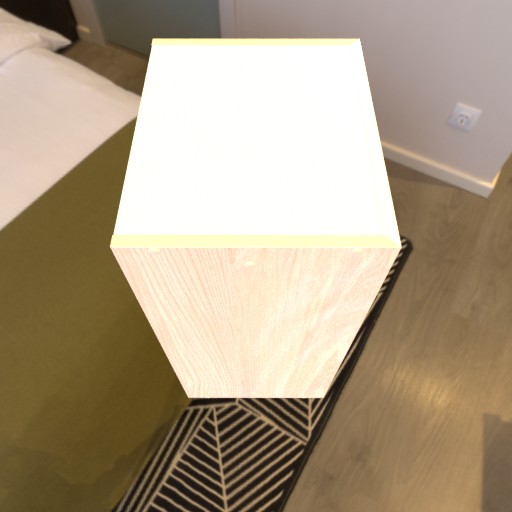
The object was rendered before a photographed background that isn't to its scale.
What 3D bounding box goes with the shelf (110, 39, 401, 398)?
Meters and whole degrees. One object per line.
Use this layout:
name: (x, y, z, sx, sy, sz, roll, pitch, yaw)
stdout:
shelf: (0.000, 0.000, 0.787, 0.290, 0.600, 0.350, 0, 59, 0)
